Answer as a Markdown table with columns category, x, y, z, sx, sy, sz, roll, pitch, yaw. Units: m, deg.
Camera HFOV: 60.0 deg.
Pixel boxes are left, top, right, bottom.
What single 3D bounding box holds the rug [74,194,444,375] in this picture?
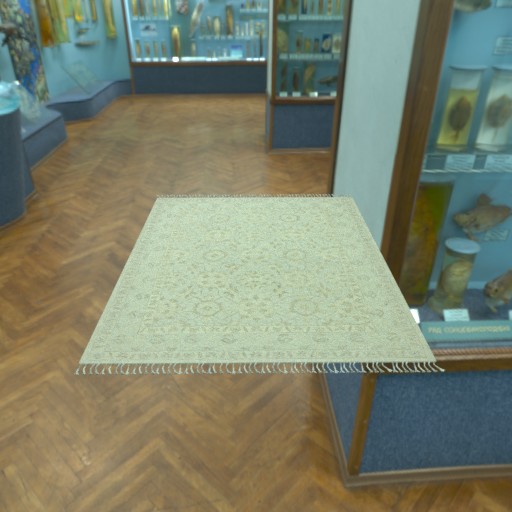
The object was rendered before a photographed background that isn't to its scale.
| category | x | y | z | sx | sy | sz | roll | pitch | yaw |
| --- | --- | --- | --- | --- | --- | --- | --- | --- | --- |
| rug | 0.000 | 0.000 | 4.183 | 2.444 | 0.013 | 3.043 | 0 | 30 | -1 |
